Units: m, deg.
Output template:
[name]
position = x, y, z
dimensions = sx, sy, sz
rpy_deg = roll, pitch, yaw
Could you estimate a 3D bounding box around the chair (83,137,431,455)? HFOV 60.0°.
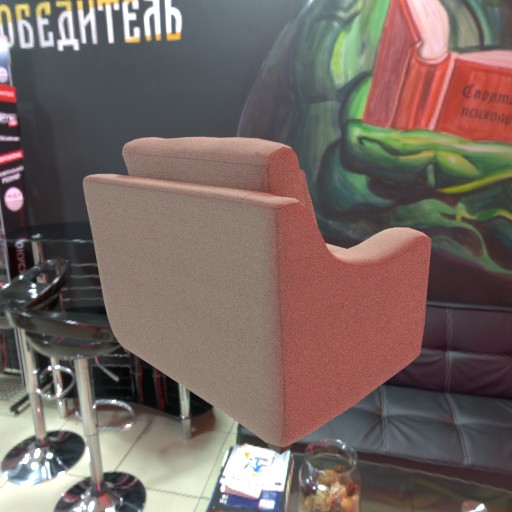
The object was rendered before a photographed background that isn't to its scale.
[chair]
position = 0.000, 0.000, 1.955
dimensions = 1.009, 1.016, 1.178
rpy_deg = -15, 21, -43
